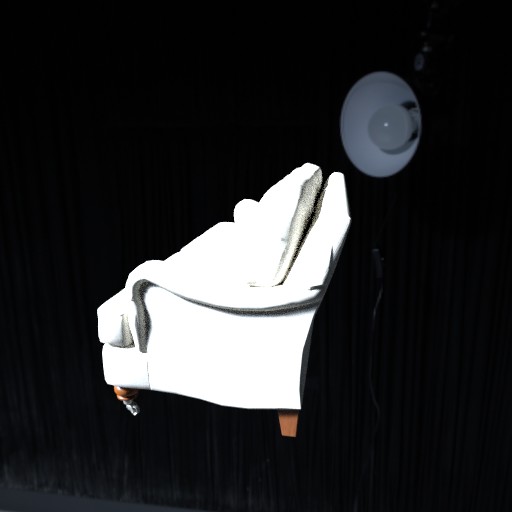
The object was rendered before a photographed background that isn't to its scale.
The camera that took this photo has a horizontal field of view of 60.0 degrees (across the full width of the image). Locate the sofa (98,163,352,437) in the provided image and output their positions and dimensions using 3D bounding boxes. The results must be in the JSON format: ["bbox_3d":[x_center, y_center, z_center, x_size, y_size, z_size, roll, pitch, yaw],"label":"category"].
[{"bbox_3d":[0.000,0.000,2.809,1.086,1.087,2.159,3,15,10],"label":"sofa"}]
